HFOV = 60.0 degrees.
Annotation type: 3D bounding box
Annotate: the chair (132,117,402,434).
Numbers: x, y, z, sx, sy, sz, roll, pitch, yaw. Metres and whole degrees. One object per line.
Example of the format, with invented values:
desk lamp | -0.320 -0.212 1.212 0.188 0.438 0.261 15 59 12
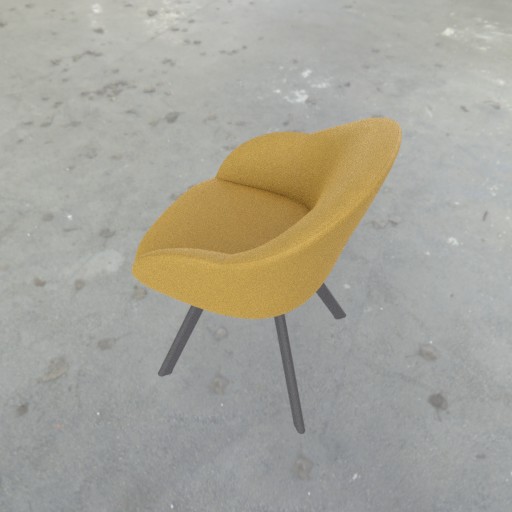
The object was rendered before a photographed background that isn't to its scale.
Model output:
chair | 0.000 0.000 1.185 0.583 0.793 0.551 17 47 16
